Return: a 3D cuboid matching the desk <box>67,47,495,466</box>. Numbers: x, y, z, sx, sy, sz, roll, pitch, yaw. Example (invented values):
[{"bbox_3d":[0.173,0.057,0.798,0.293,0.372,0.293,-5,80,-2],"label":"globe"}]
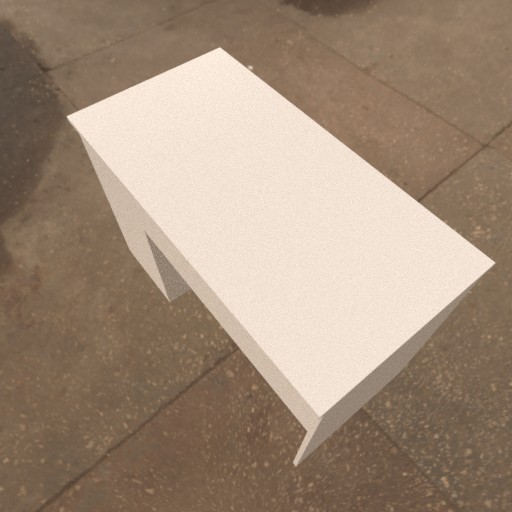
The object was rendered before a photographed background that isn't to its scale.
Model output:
[{"bbox_3d":[0.000,0.000,1.482,0.560,0.735,1.097,-34,63,-20],"label":"desk"}]
